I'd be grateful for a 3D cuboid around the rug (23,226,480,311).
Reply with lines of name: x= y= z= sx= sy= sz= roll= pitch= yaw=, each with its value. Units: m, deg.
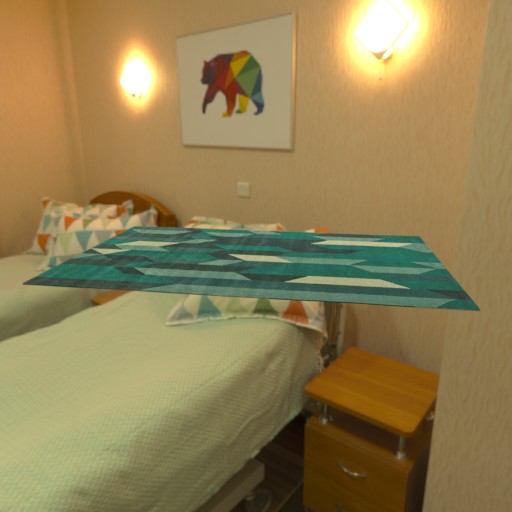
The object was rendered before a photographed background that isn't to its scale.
rug: x=0.000 y=0.000 z=3.024 sx=2.420 sy=0.005 sz=1.528 roll=3 pitch=16 yaw=9
